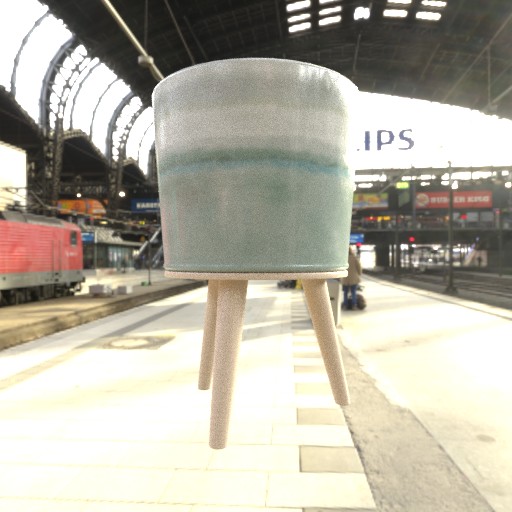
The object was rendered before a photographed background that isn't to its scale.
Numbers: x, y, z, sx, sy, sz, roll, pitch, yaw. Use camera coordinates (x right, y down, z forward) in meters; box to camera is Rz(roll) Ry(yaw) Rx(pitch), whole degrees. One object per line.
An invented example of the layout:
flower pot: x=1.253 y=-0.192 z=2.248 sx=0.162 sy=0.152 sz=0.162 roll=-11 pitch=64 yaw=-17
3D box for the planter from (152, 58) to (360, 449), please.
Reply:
planter: x=0.000 y=0.000 z=0.579 sx=0.265 sy=0.404 sz=0.265 roll=0 pitch=0 yaw=2
